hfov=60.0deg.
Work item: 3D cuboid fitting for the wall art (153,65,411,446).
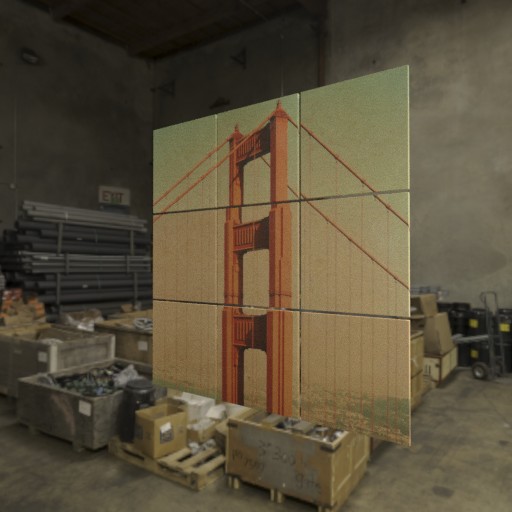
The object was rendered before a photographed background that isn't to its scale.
[{"bbox_3d":[0.000,0.000,1.777,1.214,1.219,0.013,-1,-1,36],"label":"wall art"}]
